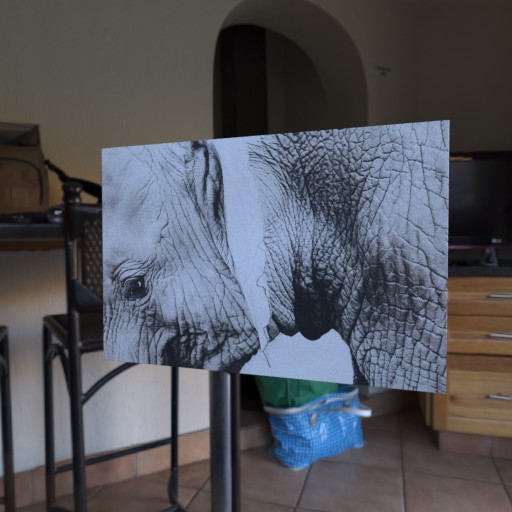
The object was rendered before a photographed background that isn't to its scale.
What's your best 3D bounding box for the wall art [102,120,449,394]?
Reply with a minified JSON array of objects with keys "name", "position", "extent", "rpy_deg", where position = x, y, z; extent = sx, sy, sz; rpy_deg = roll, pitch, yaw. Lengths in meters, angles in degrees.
[{"name":"wall art","position":[0.000,0.000,0.773],"extent":[0.613,0.407,0.035],"rpy_deg":[1,2,19]}]
